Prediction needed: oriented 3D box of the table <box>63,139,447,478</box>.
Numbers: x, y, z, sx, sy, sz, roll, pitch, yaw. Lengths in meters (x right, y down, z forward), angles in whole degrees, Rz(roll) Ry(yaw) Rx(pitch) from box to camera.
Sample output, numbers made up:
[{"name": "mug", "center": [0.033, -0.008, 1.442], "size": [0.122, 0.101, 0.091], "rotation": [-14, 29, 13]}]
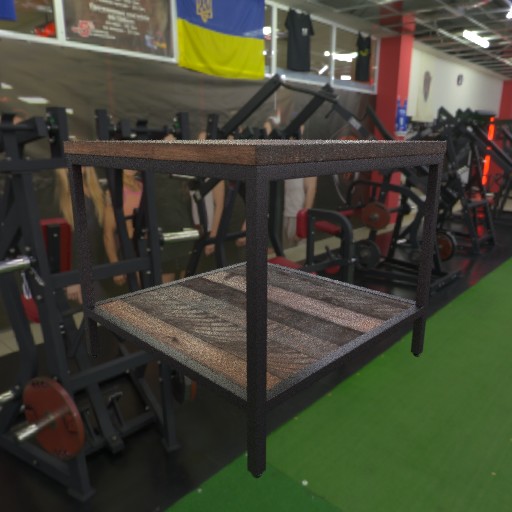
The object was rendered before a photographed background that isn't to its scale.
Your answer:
[{"name": "table", "center": [0.000, 0.000, 0.959], "size": [0.548, 0.482, 0.553], "rotation": [14, 21, 43]}]
